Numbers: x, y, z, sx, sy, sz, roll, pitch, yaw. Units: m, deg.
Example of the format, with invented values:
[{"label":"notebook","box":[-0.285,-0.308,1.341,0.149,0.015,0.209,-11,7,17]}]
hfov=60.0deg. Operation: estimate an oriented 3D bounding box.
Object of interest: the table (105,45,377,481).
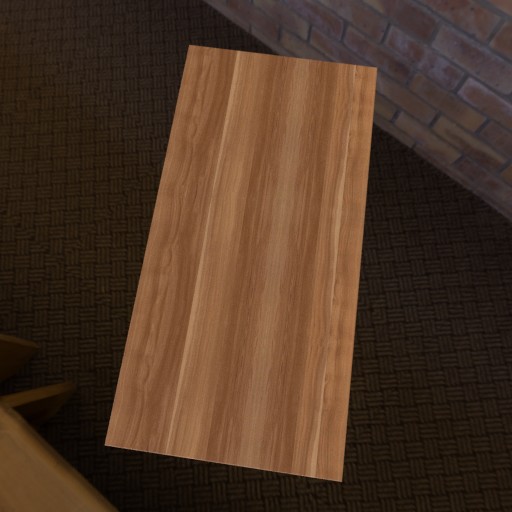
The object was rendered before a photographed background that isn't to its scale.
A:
[{"label":"table","box":[0.000,0.000,2.464,1.000,0.770,2.000,8,76,2]}]
